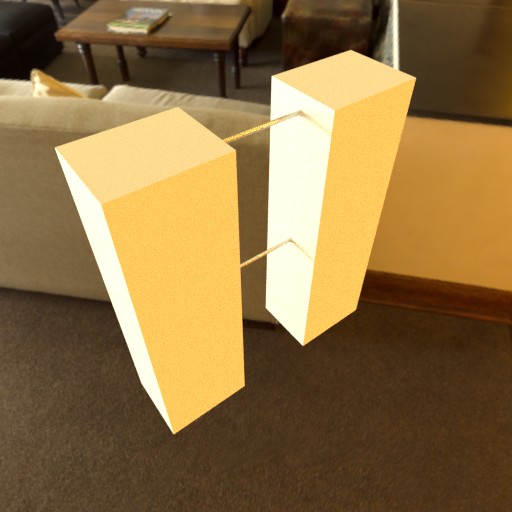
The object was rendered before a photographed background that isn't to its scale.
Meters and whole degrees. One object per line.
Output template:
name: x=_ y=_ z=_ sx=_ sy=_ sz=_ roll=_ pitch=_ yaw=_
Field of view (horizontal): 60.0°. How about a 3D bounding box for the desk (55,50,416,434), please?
desk: x=0.000 y=0.000 z=2.825 sx=1.770 sy=2.000 sz=0.480 roll=-28 pitch=52 yaw=-25
